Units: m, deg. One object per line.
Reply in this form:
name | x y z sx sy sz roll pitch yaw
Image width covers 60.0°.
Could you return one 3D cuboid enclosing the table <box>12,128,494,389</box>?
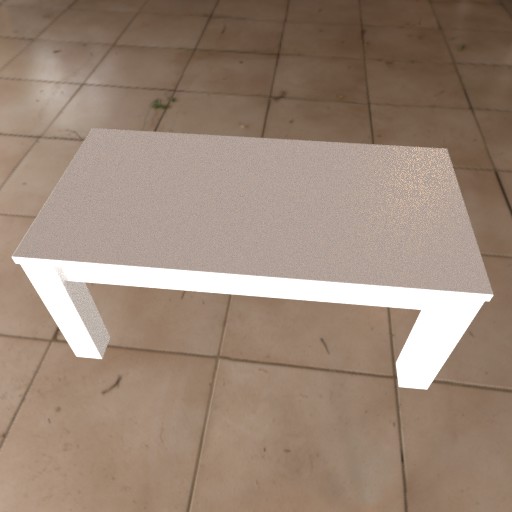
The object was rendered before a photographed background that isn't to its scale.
table | 0.000 0.000 2.236 1.800 0.790 0.900 4 48 4
